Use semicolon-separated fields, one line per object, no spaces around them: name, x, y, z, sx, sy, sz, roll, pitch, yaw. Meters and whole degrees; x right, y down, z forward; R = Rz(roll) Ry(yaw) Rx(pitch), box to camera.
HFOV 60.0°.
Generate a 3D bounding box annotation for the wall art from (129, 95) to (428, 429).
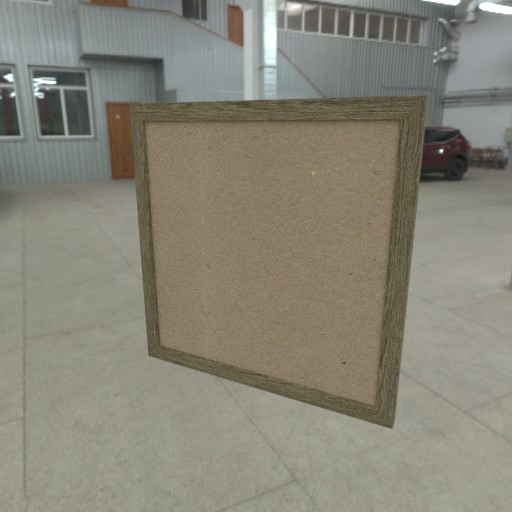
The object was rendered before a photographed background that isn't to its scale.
wall art;0.000;0.000;0.766;0.508;0.508;0.019;8;18;27
